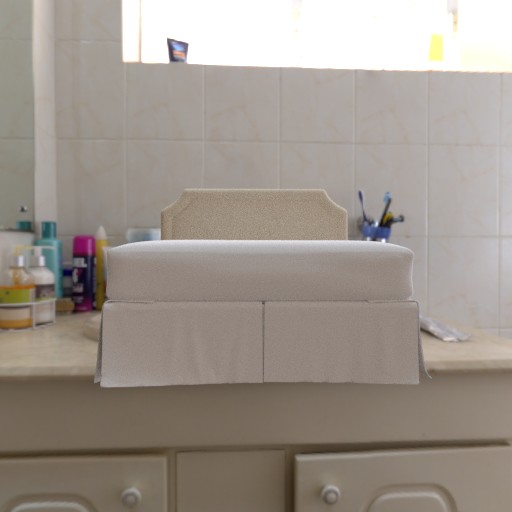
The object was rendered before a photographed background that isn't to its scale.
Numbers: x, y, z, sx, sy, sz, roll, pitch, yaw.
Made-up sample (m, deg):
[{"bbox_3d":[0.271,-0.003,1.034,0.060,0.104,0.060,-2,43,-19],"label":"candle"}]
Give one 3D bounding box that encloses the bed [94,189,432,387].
[{"bbox_3d":[0.000,0.000,3.283,1.827,1.296,2.209,0,0,-1],"label":"bed"}]
